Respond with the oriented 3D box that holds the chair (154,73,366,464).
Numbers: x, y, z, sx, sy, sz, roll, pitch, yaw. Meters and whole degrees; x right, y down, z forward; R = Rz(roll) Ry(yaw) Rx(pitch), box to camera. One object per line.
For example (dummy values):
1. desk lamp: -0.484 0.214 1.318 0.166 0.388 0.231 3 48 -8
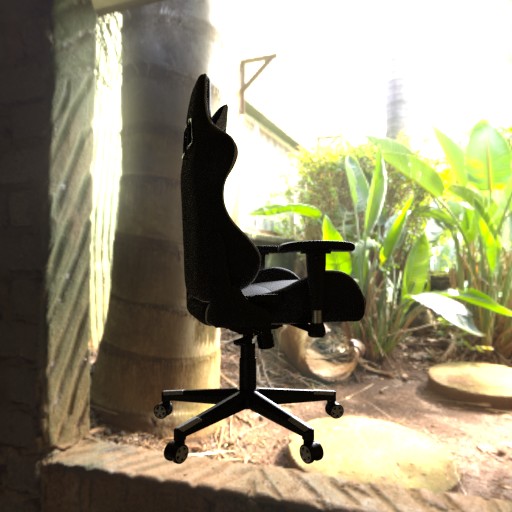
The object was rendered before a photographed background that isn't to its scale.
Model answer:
1. chair: 0.000 0.000 1.617 0.700 1.240 0.700 0 0 -17
